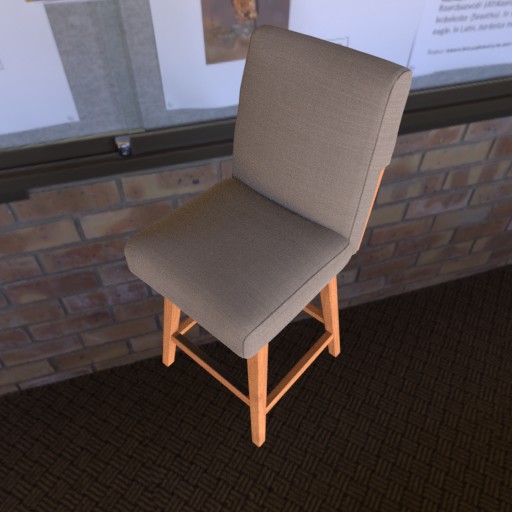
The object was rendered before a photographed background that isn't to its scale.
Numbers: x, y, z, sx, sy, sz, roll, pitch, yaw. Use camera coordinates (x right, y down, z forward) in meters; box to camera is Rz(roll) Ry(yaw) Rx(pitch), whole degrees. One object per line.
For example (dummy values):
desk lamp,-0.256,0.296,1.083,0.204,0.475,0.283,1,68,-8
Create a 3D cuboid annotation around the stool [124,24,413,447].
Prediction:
stool,0.000,0.000,1.248,0.459,1.019,0.570,32,54,27
